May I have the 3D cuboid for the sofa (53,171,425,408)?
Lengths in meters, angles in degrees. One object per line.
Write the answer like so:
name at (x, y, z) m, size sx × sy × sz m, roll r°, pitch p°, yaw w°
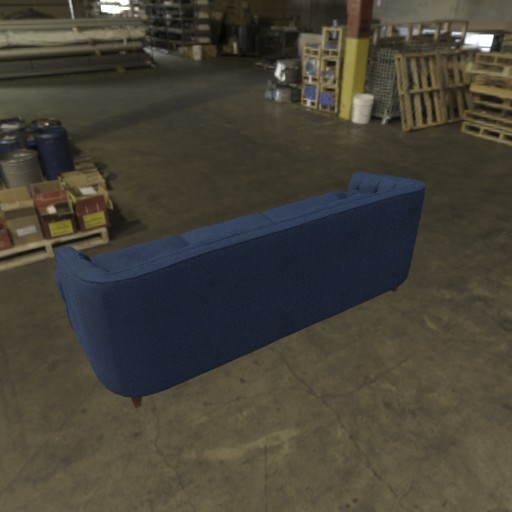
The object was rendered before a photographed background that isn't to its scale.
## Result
sofa at (0.000, 0.000, 2.824) m, size 2.278 × 0.855 × 0.941 m, roll -18°, pitch 35°, yaw -28°
